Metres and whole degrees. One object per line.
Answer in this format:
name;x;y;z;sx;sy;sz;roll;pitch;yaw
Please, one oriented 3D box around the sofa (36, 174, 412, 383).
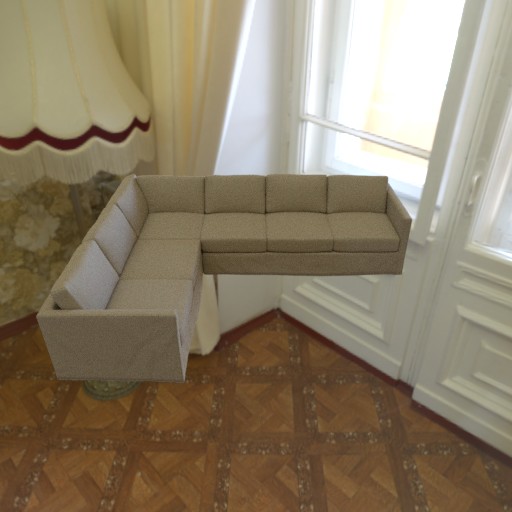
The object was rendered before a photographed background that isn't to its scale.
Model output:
sofa;0.000;0.000;4.334;3.182;0.871;2.432;0;32;0
